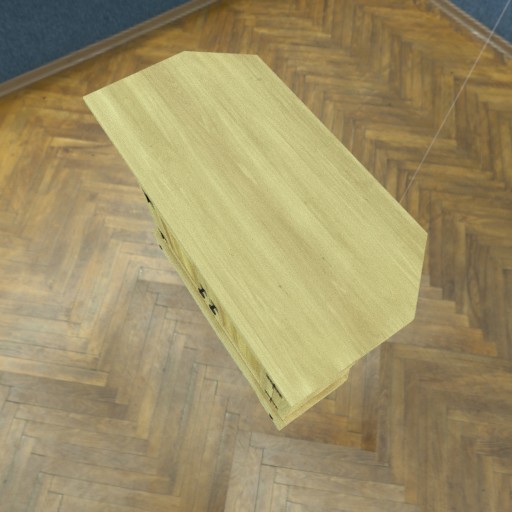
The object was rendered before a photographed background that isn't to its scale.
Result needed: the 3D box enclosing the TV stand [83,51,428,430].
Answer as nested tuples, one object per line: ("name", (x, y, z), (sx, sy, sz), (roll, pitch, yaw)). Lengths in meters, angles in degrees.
("TV stand", (0.000, 0.000, 1.309), (0.425, 0.781, 0.851), (-31, 68, -14))
